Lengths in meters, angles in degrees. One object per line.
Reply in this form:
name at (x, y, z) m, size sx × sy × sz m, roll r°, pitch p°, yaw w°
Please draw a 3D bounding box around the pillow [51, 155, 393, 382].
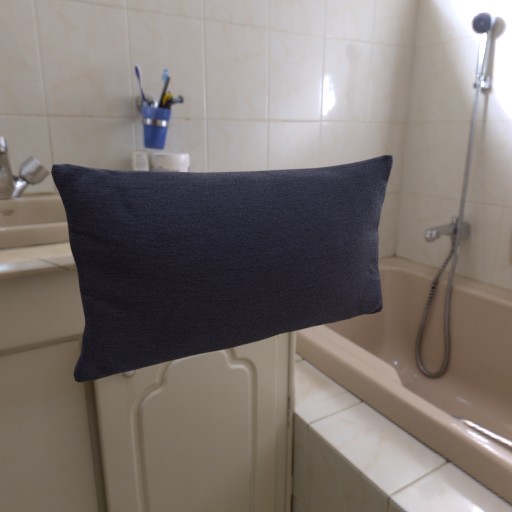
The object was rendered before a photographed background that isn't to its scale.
pillow at (0.000, 0.000, 0.785) m, size 0.633 × 0.338 × 0.210 m, roll -8°, pitch 17°, yaw -27°
